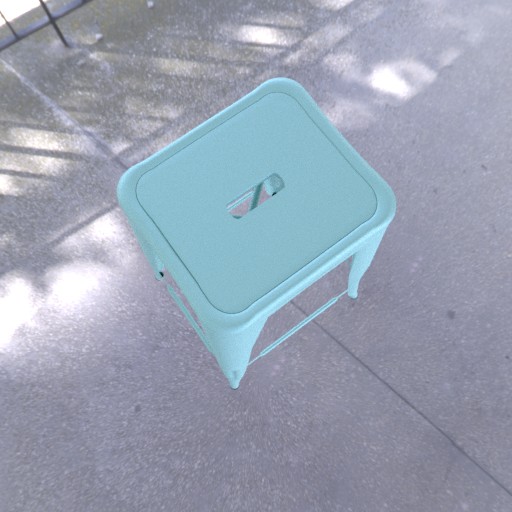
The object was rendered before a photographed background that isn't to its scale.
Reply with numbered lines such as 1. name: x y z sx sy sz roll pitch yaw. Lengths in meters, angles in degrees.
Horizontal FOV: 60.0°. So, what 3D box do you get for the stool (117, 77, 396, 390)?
1. stool: 0.000 0.000 0.851 0.399 0.609 0.359 -36 78 -9
